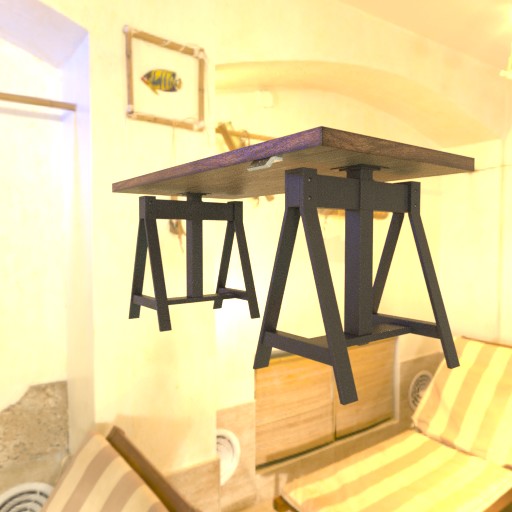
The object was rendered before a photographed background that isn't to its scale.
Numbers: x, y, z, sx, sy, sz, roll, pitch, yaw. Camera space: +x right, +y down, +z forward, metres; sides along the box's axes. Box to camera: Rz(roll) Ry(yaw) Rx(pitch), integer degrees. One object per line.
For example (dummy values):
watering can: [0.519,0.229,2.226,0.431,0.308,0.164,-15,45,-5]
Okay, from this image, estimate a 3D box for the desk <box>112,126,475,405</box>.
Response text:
desk: [0.000,0.000,1.951,0.784,0.725,1.543,-2,3,-37]
